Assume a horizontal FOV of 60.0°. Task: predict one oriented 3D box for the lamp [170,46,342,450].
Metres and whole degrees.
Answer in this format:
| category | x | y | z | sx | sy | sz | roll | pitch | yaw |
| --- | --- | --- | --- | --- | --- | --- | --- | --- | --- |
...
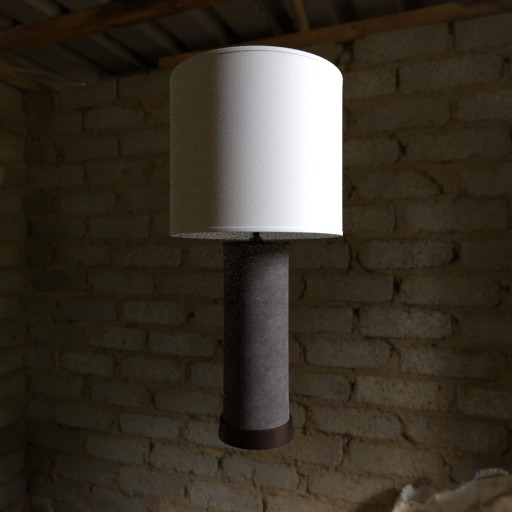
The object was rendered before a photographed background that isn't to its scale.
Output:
| category | x | y | z | sx | sy | sz | roll | pitch | yaw |
| --- | --- | --- | --- | --- | --- | --- | --- | --- | --- |
| lamp | 0.000 | 0.000 | 0.785 | 0.301 | 0.630 | 0.301 | 0 | 0 | -18 |
